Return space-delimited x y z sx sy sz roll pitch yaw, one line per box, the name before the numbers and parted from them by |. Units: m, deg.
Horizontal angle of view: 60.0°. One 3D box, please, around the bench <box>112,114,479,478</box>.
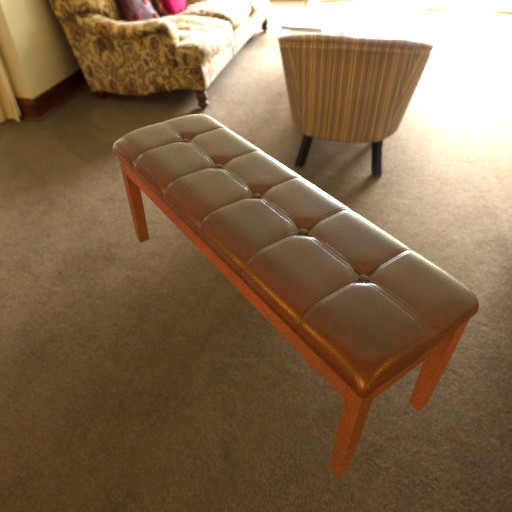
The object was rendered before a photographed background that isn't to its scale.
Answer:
bench | 0.000 0.000 1.447 0.401 0.491 1.259 -26 48 -26
